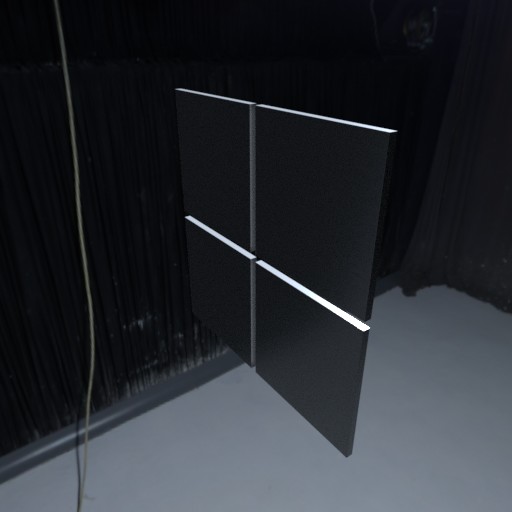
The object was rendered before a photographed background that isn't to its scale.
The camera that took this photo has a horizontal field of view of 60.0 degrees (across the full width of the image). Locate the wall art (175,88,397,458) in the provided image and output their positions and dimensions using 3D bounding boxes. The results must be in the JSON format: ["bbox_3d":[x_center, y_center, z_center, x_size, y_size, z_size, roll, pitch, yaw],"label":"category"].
[{"bbox_3d":[0.000,0.000,1.712,0.029,1.118,1.118,-18,32,-32],"label":"wall art"}]
